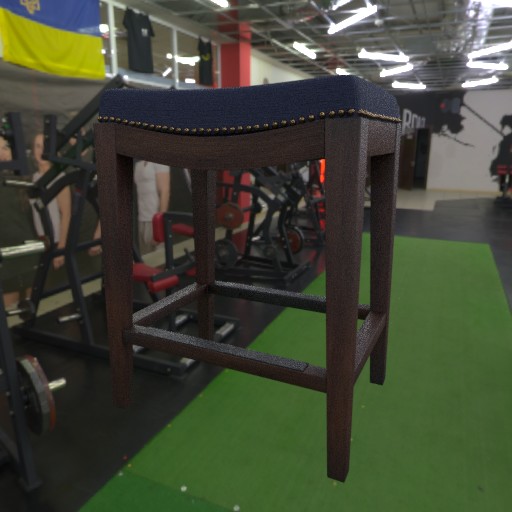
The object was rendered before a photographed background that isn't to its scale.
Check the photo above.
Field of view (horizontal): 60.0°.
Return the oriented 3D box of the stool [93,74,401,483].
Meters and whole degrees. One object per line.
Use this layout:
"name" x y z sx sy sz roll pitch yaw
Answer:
"stool" 0.000 0.000 0.911 0.500 0.642 0.361 7 16 25
